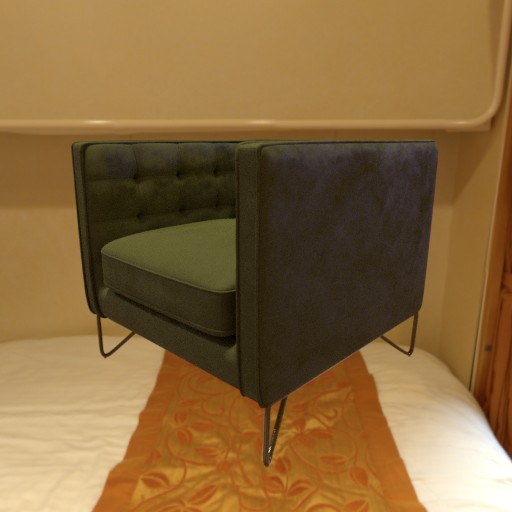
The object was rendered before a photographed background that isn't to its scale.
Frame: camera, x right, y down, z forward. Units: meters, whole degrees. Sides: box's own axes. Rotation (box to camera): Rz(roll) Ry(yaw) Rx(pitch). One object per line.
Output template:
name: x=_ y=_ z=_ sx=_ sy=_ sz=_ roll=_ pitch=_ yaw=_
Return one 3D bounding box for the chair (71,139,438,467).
chair: x=0.000 y=0.000 z=1.548 sx=0.880 sy=0.790 sz=0.894 roll=14 pitch=20 yaw=42
